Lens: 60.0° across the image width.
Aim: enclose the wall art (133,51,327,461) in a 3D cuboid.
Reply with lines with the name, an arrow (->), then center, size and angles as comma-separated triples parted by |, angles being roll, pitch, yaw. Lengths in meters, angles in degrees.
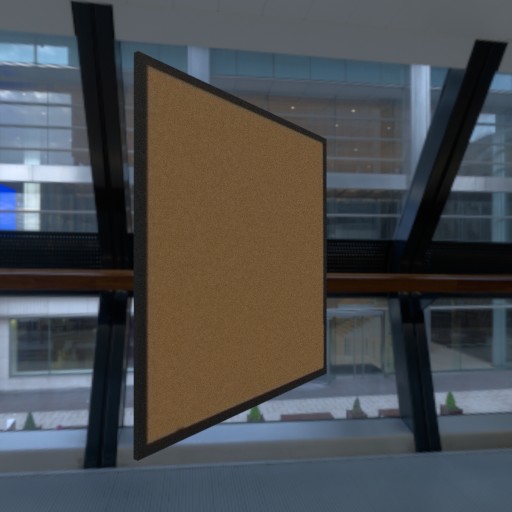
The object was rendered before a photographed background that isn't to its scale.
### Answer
wall art -> 0.000, 0.000, 1.227 | 0.013, 0.823, 0.823 | 0, 0, 36
